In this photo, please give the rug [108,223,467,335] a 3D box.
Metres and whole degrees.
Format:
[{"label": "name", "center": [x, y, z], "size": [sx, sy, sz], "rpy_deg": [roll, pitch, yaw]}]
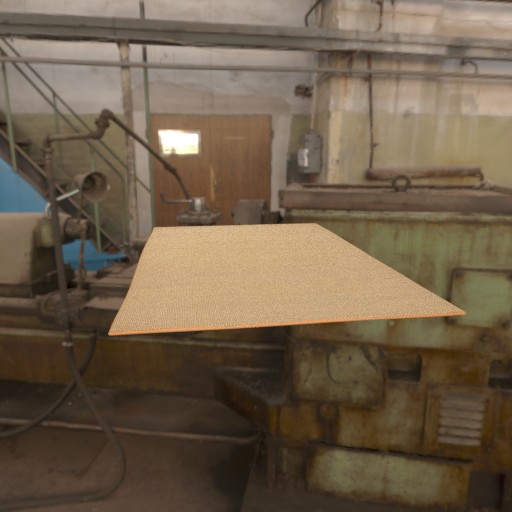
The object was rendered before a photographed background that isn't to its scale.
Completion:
[{"label": "rug", "center": [0.000, 0.000, 2.090], "size": [1.078, 0.013, 1.678], "rpy_deg": [-2, 14, -8]}]
